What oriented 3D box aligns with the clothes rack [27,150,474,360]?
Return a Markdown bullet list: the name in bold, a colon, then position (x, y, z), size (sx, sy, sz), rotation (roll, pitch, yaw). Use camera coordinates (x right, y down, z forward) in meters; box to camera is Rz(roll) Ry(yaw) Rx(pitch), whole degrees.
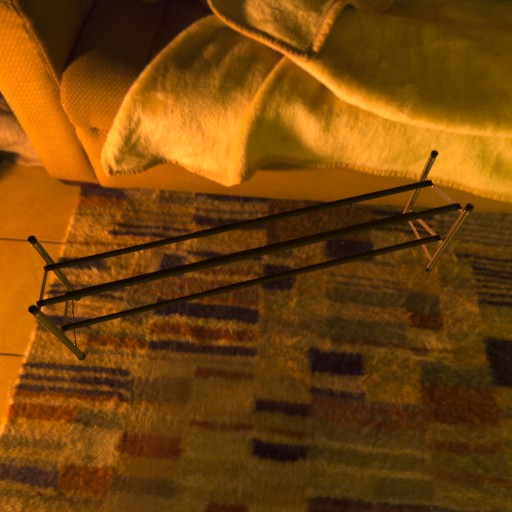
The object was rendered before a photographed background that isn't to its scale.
- **clothes rack**: position (0.000, 0.000, 1.318), size (1.168, 0.349, 0.229), rotation (-13, 60, -8)
